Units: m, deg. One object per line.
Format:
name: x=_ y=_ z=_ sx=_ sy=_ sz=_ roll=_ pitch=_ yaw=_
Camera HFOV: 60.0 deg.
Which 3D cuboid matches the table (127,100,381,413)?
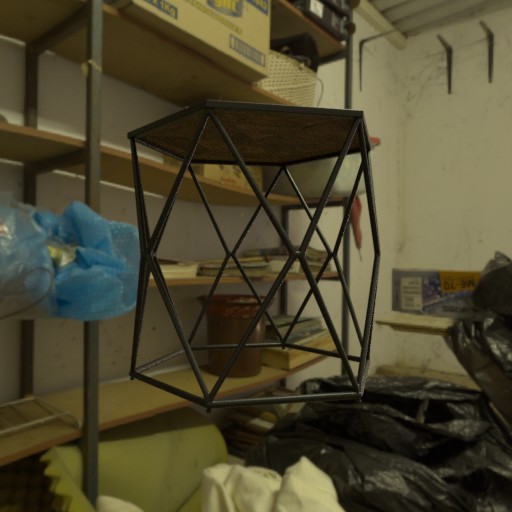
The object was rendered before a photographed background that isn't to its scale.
table: x=0.000 y=0.000 z=1.068 sx=0.579 sy=0.564 sz=0.578 roll=0 pitch=0 yaw=18
